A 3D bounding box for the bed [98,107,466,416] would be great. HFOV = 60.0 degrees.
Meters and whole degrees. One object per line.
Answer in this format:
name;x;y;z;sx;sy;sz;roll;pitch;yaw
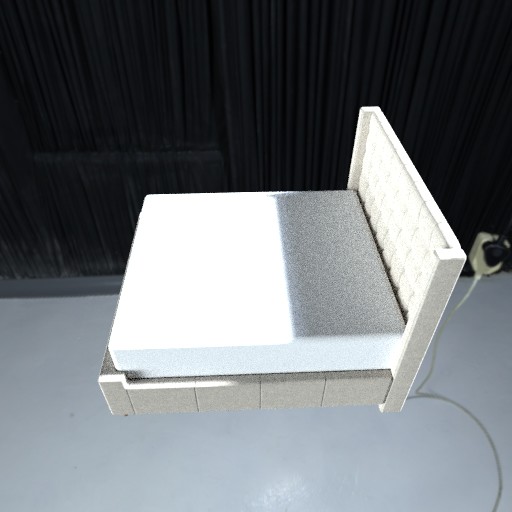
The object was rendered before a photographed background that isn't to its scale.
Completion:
bed;0.000;0.000;3.808;2.370;1.743;2.045;-2;42;-2
